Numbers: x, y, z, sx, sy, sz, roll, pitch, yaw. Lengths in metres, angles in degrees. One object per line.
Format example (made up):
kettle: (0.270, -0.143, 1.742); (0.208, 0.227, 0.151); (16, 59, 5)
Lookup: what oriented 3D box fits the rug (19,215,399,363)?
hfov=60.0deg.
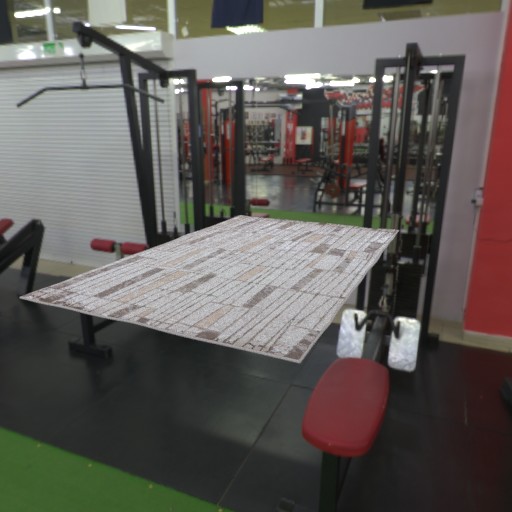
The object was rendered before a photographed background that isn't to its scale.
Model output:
rug: (0.000, 0.000, 3.010); (1.531, 0.023, 2.444); (8, 18, 24)
